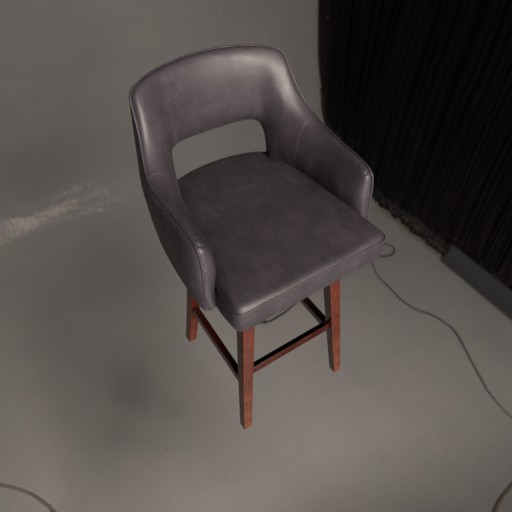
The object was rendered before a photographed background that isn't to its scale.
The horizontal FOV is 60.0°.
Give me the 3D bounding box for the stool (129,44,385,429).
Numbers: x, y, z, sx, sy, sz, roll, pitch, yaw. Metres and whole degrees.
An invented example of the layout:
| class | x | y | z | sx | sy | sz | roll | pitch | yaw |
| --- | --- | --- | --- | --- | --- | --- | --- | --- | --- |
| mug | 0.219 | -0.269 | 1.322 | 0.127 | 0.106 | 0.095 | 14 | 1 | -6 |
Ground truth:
| class | x | y | z | sx | sy | sz | roll | pitch | yaw |
| --- | --- | --- | --- | --- | --- | --- | --- | --- | --- |
| stool | 0.000 | 0.000 | 1.349 | 0.550 | 1.041 | 0.560 | -25 | 52 | -21 |
